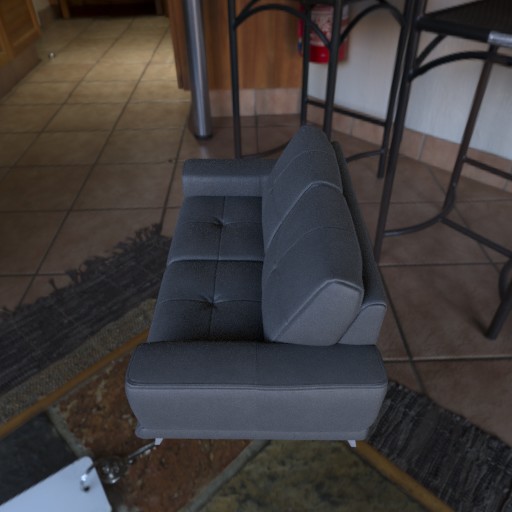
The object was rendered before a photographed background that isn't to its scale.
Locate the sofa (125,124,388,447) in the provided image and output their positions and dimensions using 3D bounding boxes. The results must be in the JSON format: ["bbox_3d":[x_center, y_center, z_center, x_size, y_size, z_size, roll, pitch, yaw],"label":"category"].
[{"bbox_3d":[0.000,0.000,2.370,1.018,0.907,1.806,0,41,0],"label":"sofa"}]
